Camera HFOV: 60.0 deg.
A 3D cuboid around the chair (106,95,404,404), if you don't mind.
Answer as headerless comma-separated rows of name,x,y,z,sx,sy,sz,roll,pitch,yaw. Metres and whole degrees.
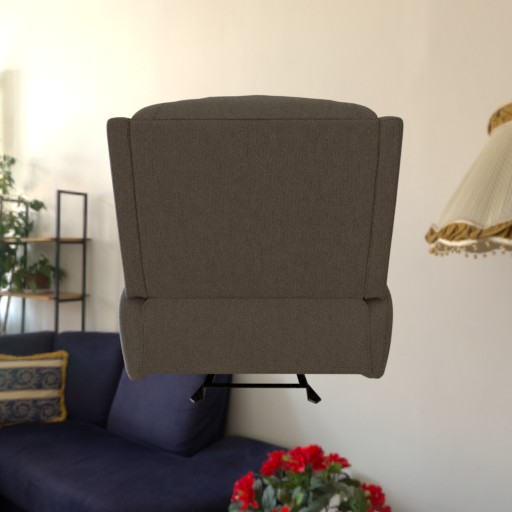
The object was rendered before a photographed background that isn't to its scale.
chair,0.000,0.000,1.718,0.930,1.011,0.899,0,0,1
